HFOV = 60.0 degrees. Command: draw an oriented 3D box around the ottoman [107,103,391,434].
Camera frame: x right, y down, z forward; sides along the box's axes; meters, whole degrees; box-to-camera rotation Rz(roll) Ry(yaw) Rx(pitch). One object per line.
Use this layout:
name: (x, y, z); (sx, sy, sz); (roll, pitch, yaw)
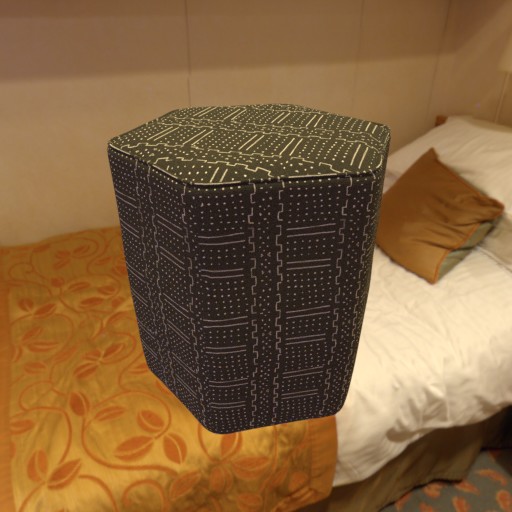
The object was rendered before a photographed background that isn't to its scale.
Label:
ottoman: (0.000, 0.000, 0.873); (0.443, 0.502, 0.494); (10, 32, 16)
